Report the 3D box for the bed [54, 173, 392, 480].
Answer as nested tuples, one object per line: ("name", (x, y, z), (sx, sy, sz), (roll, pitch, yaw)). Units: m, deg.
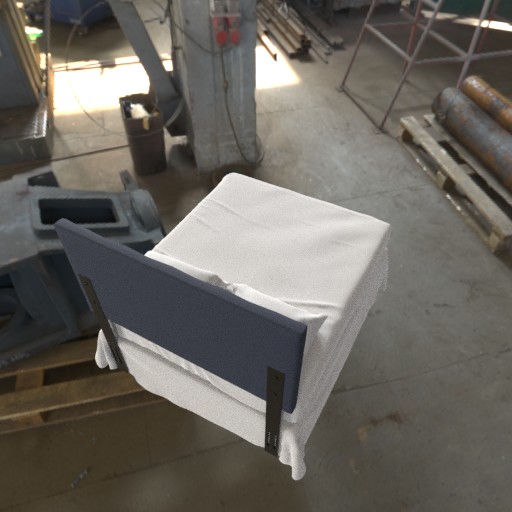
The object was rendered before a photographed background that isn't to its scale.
("bed", (0.000, 0.000, 3.519), (1.936, 1.577, 2.222), (22, 50, 20))
